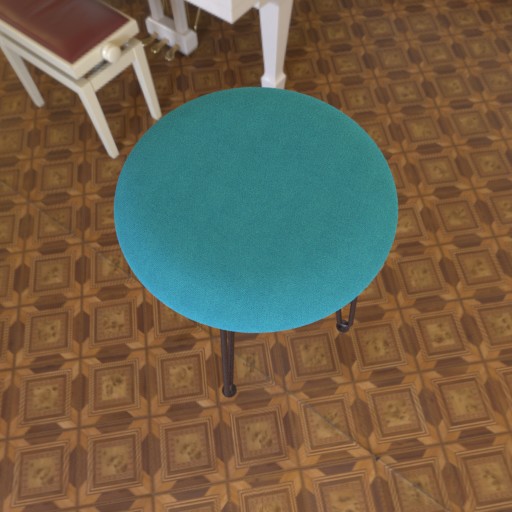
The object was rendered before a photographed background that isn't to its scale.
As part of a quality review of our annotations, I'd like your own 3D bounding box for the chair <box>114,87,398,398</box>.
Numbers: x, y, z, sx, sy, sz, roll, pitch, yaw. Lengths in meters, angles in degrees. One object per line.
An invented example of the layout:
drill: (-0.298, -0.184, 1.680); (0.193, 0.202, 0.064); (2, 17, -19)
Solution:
chair: (0.000, 0.000, 0.707); (0.350, 0.430, 0.350); (-38, 70, -17)
